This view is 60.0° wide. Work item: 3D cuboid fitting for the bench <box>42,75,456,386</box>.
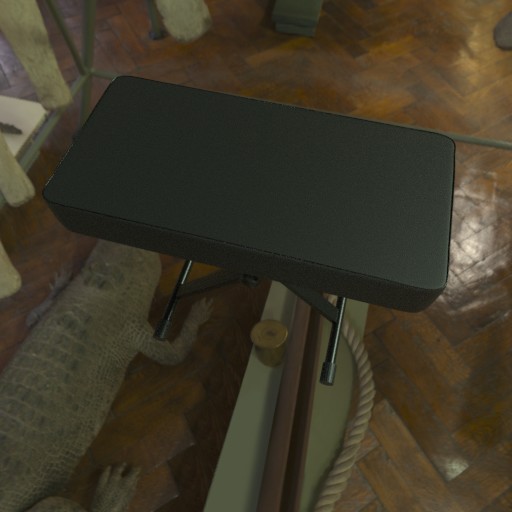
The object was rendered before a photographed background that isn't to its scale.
[{"bbox_3d":[0.000,0.000,0.931,0.600,0.561,0.300,13,61,7],"label":"bench"}]
